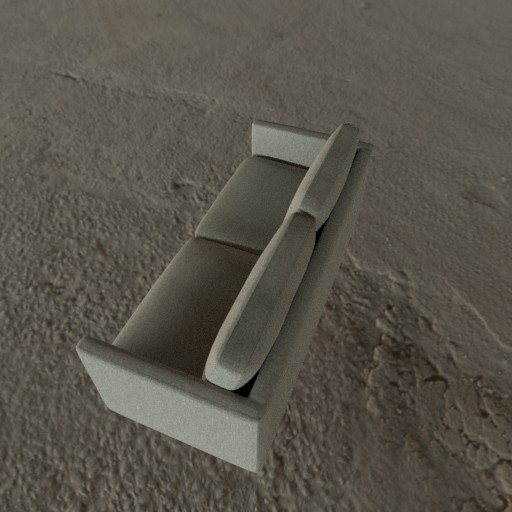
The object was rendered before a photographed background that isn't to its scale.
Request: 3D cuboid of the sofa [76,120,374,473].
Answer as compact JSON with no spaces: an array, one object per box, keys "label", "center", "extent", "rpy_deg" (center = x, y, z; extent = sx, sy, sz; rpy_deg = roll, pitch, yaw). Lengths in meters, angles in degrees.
[{"label":"sofa","center":[0.000,0.000,2.786],"extent":[0.956,0.960,2.208],"rpy_deg":[17,49,15]}]
